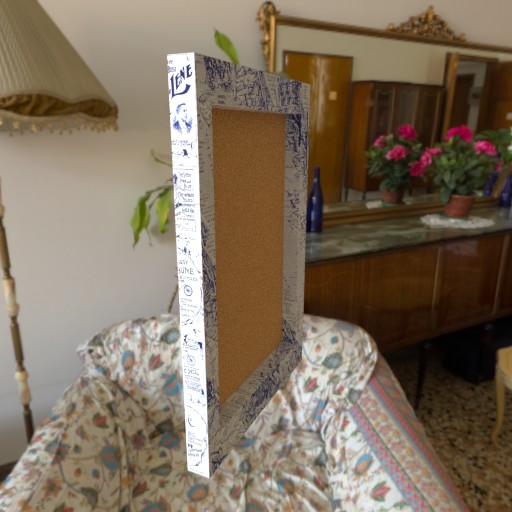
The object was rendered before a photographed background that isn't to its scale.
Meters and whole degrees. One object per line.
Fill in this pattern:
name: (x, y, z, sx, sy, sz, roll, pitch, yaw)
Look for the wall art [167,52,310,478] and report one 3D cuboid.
wall art: (0.000, 0.000, 0.782, 0.040, 0.601, 0.408, 7, 17, 25)
